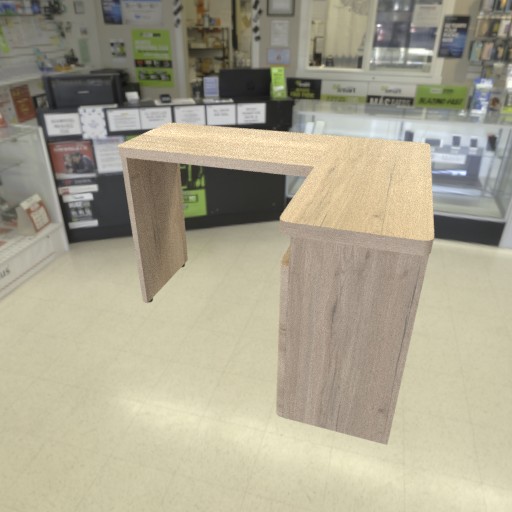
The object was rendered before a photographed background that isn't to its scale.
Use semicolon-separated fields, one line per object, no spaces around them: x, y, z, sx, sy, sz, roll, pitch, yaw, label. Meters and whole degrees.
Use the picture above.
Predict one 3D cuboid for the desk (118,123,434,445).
0.000;0.000;1.746;1.169;0.760;0.900;9;31;16;desk
